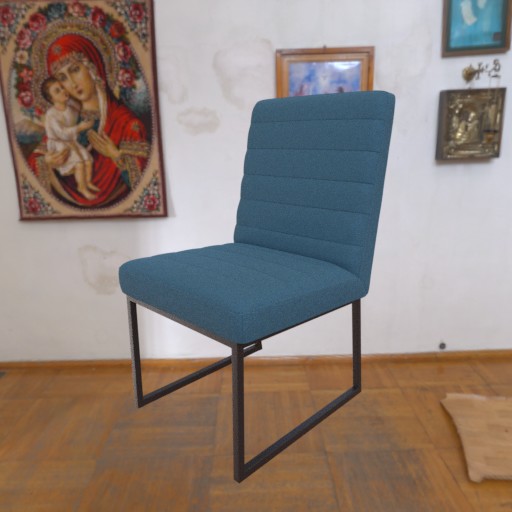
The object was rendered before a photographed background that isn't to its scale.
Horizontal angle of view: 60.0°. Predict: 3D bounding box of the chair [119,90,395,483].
[{"bbox_3d":[0.000,0.000,1.305,0.520,0.930,0.634,14,20,42],"label":"chair"}]
